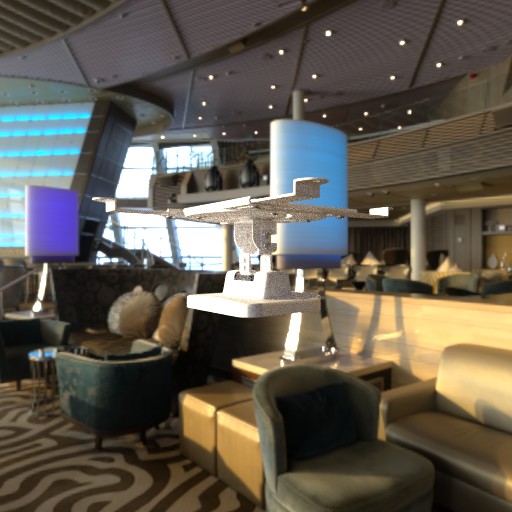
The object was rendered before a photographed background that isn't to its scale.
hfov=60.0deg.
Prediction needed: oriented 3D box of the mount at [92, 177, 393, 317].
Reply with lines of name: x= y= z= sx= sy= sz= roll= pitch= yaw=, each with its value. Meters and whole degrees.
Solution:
mount: x=0.000 y=0.000 z=0.604 sx=0.394 sy=0.141 sz=0.394 roll=0 pitch=0 yaw=-37
